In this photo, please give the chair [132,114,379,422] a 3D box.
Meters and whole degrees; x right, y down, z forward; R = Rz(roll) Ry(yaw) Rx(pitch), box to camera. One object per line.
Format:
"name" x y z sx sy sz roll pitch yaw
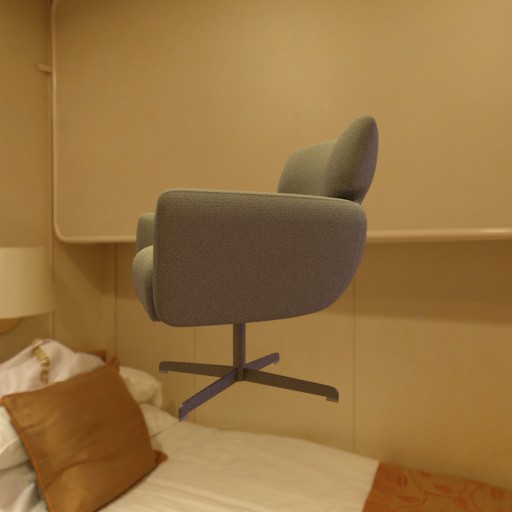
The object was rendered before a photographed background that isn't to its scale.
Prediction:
"chair" 0.000 0.000 1.396 0.730 0.810 0.760 0 1 -18
